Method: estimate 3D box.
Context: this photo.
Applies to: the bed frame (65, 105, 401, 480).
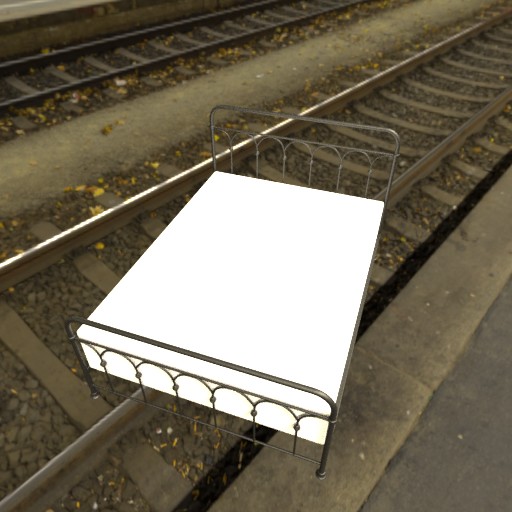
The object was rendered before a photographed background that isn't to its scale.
[{"bbox_3d":[0.000,0.000,3.222,1.664,1.276,2.203,13,42,15],"label":"bed frame"}]
